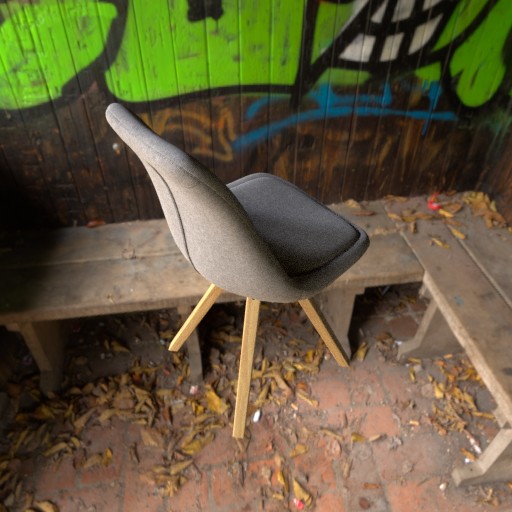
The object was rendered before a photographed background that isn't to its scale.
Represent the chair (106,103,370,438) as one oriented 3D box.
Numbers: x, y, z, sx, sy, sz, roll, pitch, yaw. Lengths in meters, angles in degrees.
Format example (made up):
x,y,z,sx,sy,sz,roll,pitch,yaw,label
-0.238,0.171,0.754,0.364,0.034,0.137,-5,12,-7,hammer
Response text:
x,y,z,sx,sy,sz,roll,pitch,yaw,label
0.000,0.000,1.180,0.550,0.865,0.483,-26,47,-27,chair
